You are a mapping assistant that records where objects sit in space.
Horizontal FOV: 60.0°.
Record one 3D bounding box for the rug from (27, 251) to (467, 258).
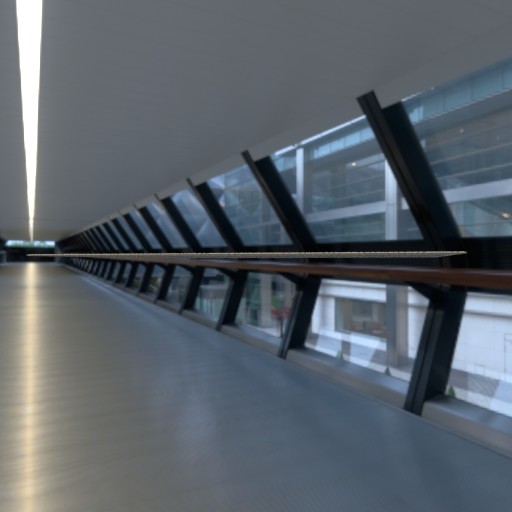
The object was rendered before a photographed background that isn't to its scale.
[{"bbox_3d":[0.000,0.000,3.066,2.448,0.008,1.541,0,-1,18],"label":"rug"}]
